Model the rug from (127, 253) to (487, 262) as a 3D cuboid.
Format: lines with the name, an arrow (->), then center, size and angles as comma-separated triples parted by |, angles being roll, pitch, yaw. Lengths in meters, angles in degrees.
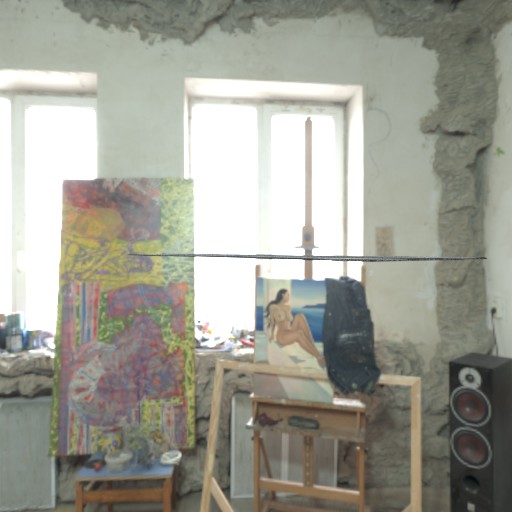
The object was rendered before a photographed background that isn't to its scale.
rug -> 0.000, 0.000, 2.708 | 0.760, 0.012, 2.434 | -1, 1, -35
